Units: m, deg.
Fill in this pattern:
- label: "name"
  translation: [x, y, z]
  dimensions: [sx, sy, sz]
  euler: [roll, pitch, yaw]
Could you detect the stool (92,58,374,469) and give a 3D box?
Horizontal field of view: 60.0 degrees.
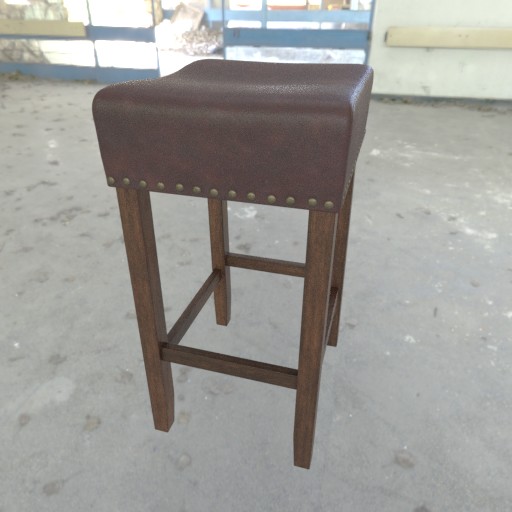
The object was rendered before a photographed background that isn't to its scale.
- label: "stool"
  translation: [0.000, 0.000, 0.997]
  dimensions: [0.401, 0.769, 0.465]
  euler: [8, 31, 14]
